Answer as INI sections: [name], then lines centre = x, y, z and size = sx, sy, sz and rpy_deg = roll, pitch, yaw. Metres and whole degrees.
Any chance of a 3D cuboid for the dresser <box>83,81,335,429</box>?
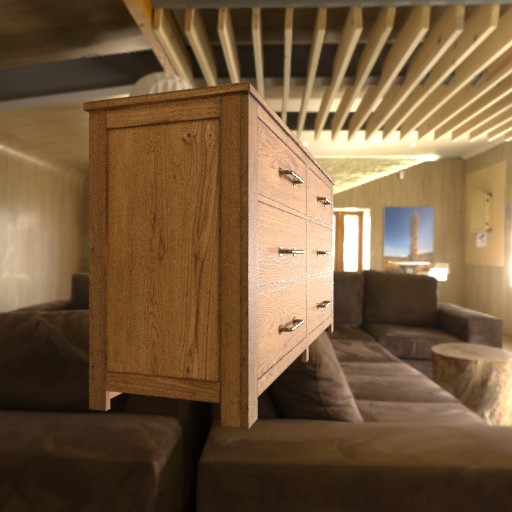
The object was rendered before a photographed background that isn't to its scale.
[dresser]
centre = 0.000, 0.000, 2.040
size = 0.563, 0.932, 1.657
rpy_deg = 0, 0, 18
